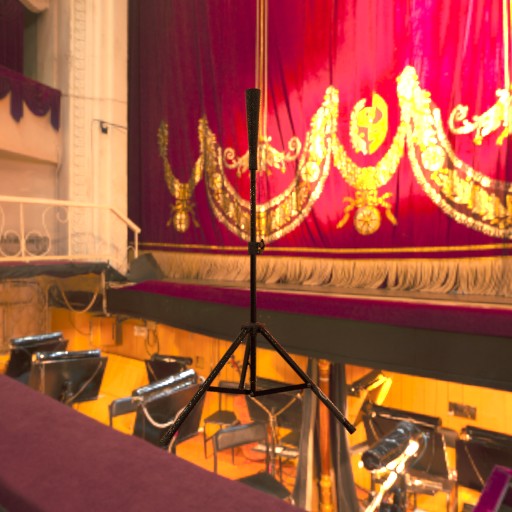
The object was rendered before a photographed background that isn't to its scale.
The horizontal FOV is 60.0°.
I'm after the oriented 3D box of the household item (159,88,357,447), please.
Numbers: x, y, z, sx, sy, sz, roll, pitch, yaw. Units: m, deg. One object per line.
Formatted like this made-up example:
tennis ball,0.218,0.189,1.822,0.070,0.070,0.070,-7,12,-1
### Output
household item,0.000,0.000,1.380,0.559,1.067,0.559,0,0,36
